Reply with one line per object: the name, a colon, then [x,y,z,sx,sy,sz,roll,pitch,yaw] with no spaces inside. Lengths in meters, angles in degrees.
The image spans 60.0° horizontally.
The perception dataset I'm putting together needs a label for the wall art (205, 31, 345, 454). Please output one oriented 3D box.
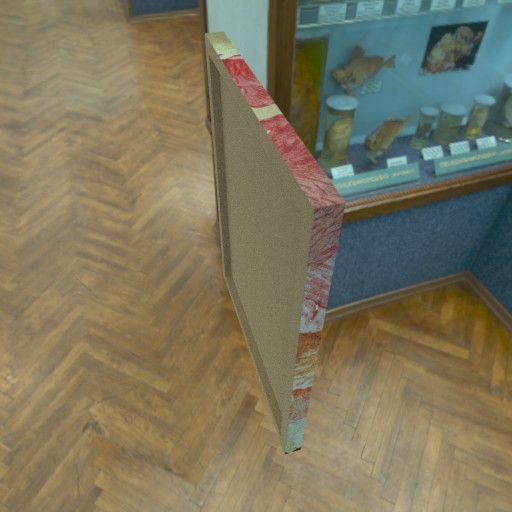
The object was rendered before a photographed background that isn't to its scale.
wall art: [0.000,0.000,0.671,0.028,0.508,0.406,-12,47,-12]
